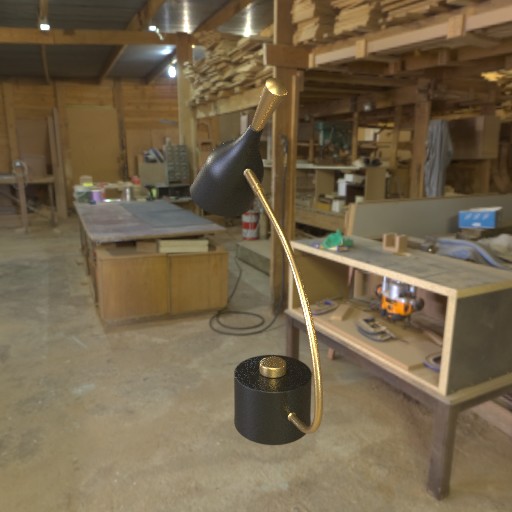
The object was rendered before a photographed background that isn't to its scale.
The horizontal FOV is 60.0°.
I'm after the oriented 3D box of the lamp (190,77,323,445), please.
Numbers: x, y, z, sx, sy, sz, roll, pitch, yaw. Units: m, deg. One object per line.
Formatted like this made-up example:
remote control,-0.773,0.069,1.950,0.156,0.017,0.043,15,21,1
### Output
lamp,0.000,0.000,0.633,0.110,0.464,0.352,-6,15,-24
